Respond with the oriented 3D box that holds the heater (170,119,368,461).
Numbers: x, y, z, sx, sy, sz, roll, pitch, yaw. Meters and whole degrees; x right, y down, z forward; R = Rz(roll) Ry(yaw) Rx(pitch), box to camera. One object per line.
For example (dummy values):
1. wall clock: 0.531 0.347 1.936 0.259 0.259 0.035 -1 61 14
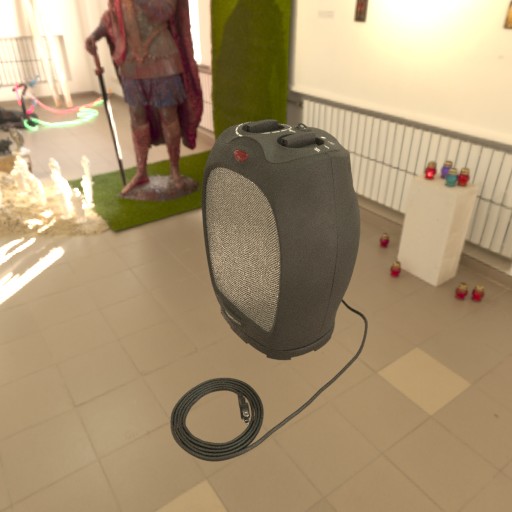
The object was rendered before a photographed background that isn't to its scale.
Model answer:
1. heater: 0.000 0.000 0.485 0.291 0.255 0.239 -20 37 -30
